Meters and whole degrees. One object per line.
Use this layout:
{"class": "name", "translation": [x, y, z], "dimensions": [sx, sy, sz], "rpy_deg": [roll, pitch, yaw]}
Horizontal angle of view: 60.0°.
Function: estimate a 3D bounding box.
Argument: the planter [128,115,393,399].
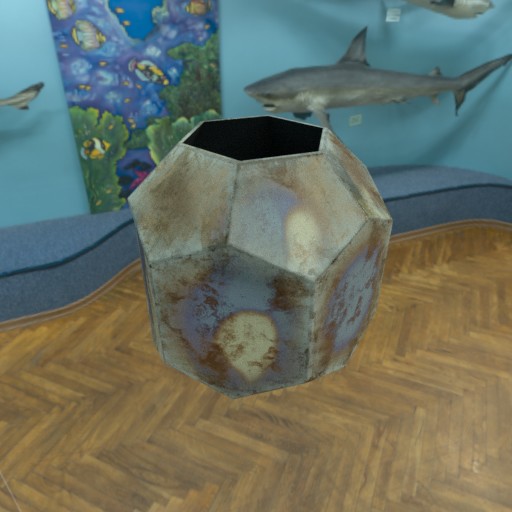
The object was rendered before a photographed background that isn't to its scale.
{"class": "planter", "translation": [0.000, 0.000, 0.432], "dimensions": [0.221, 0.238, 0.243], "rpy_deg": [-11, 34, -16]}
